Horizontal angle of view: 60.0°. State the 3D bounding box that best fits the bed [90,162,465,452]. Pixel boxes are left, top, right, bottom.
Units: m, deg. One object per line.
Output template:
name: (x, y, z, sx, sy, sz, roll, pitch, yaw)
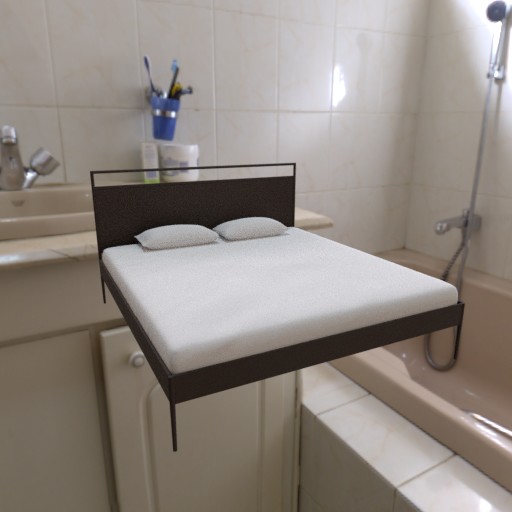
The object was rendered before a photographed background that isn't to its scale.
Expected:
bed: (0.000, 0.000, 3.342, 1.993, 1.173, 2.151, -8, 18, -26)
